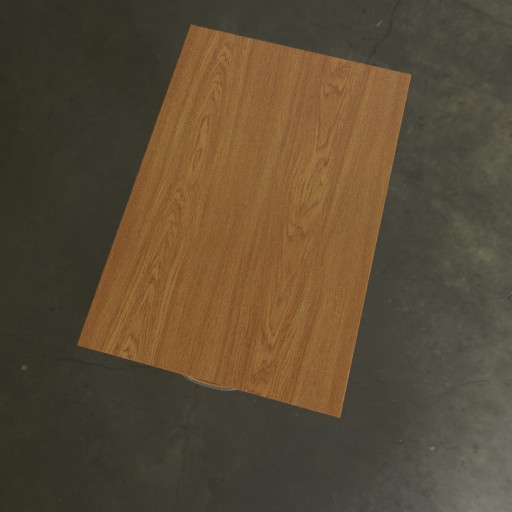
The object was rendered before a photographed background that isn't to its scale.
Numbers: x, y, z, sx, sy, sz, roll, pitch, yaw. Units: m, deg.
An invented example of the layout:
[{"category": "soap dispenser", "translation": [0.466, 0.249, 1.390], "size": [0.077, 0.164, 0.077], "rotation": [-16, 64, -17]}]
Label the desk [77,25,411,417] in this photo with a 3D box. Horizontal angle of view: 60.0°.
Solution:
[{"category": "desk", "translation": [0.000, 0.000, 1.074], "size": [0.404, 0.730, 0.600], "rotation": [14, 77, 4]}]
